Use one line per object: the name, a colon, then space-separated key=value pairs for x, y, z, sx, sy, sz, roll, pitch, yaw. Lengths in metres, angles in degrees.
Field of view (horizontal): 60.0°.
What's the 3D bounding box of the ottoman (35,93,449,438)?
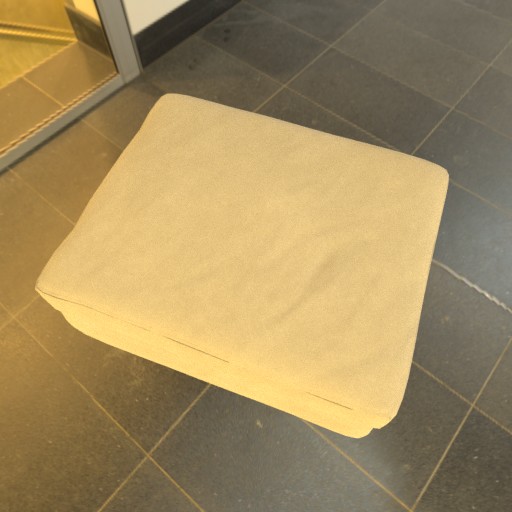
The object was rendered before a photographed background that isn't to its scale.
ottoman: x=0.000 y=0.000 z=1.448 sx=1.002 sy=0.492 sz=0.836 roll=18 pitch=63 yaw=10
